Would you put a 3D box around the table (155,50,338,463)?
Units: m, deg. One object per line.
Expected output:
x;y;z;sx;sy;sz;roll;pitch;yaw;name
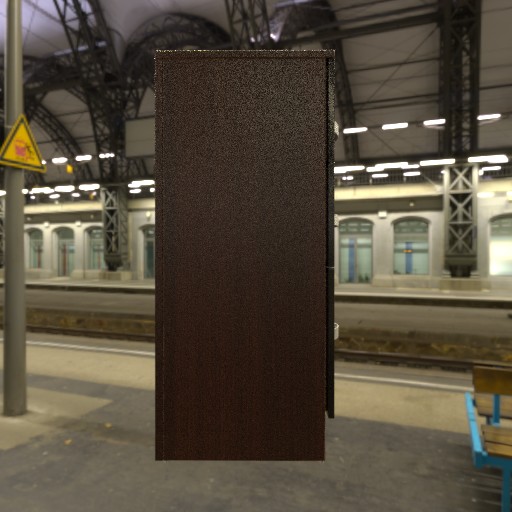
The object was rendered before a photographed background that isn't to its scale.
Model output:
0.000;0.000;1.314;0.380;0.790;0.930;0;0;1;table
